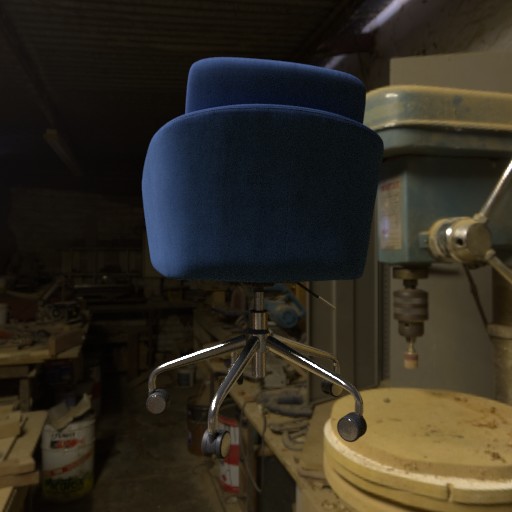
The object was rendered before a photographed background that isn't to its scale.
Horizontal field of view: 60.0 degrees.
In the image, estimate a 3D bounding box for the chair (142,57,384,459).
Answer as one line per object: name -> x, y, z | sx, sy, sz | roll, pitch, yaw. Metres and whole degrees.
chair -> 0.000, 0.000, 1.306 | 0.641, 0.908, 0.635 | 0, 0, -16
